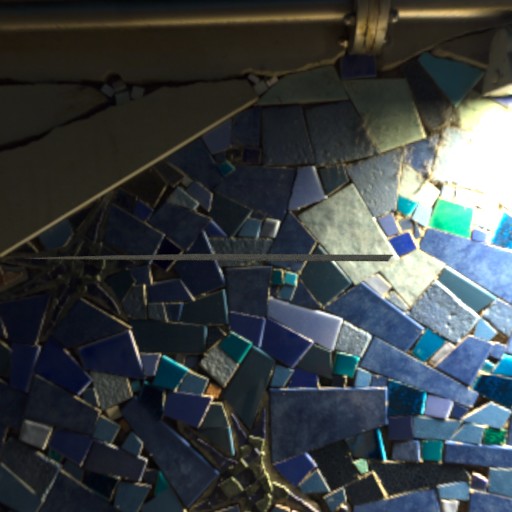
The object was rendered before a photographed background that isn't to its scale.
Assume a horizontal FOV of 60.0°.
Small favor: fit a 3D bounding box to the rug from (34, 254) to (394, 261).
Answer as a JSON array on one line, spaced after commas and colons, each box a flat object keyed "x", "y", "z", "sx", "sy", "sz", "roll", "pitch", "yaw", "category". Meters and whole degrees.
[{"x": 0.000, "y": 0.000, "z": 4.018, "sx": 2.371, "sy": 0.012, "sz": 3.000, "roll": 0, "pitch": 1, "yaw": 18, "category": "rug"}]
